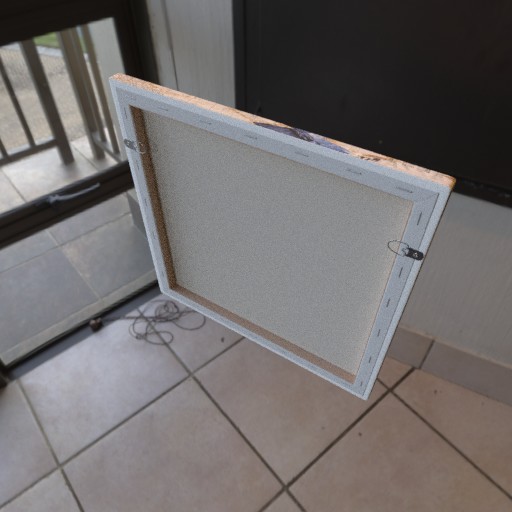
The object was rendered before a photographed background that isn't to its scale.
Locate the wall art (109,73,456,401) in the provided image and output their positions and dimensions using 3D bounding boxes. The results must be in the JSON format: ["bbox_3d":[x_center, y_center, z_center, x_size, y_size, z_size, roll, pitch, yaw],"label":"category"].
[{"bbox_3d":[0.000,0.000,1.361,0.912,0.914,0.039,24,51,21],"label":"wall art"}]
